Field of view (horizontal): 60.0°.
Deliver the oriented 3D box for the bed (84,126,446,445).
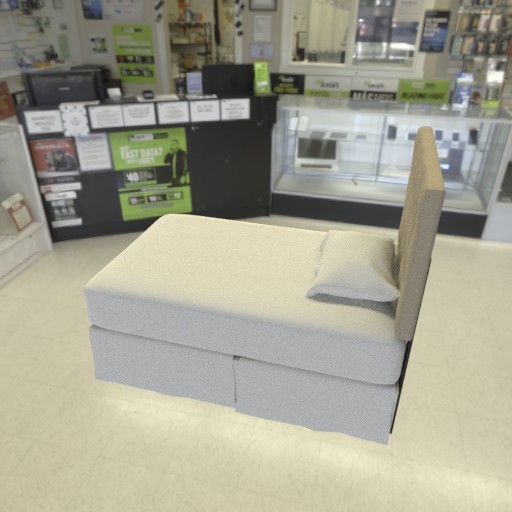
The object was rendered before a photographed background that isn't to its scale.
[{"bbox_3d":[0.000,0.000,2.923,1.997,1.571,1.261,8,31,14],"label":"bed"}]
